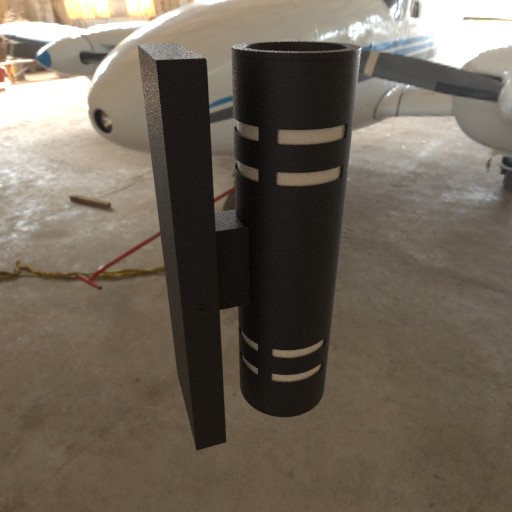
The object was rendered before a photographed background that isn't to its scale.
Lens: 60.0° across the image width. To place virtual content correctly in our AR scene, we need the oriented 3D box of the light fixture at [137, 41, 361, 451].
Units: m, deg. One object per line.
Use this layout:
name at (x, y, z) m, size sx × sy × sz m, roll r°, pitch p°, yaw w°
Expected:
light fixture at (0.000, 0.000, 0.387) m, size 0.149 × 0.330 × 0.105 m, roll -10°, pitch 31°, yaw -16°
